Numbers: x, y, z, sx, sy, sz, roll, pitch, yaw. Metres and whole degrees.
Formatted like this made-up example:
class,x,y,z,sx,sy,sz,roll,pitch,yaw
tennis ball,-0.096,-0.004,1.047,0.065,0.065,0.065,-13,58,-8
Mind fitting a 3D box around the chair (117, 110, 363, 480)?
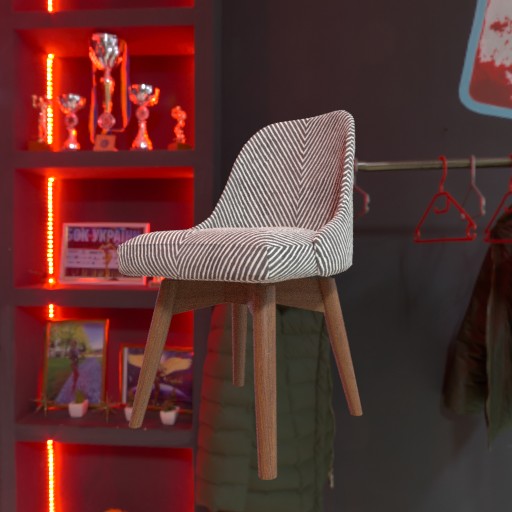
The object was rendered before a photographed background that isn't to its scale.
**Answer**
class,x,y,z,sx,sy,sz,roll,pitch,yaw
chair,0.000,0.000,1.214,0.504,0.883,0.591,1,1,37
